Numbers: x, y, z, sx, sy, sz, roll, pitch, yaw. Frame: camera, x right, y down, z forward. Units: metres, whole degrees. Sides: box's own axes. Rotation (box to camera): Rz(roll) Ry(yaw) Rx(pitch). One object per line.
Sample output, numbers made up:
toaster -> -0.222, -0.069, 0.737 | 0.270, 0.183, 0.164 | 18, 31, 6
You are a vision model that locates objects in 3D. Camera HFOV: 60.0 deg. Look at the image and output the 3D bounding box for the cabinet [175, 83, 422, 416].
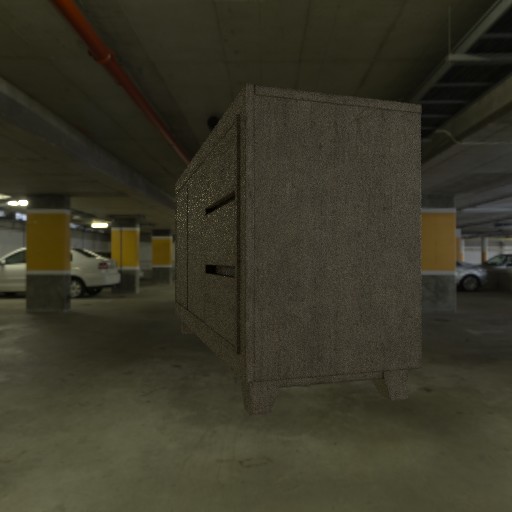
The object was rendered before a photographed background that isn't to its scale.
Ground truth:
cabinet -> 0.000, 0.000, 1.843 | 0.511, 0.825, 1.460 | 0, -1, -17
